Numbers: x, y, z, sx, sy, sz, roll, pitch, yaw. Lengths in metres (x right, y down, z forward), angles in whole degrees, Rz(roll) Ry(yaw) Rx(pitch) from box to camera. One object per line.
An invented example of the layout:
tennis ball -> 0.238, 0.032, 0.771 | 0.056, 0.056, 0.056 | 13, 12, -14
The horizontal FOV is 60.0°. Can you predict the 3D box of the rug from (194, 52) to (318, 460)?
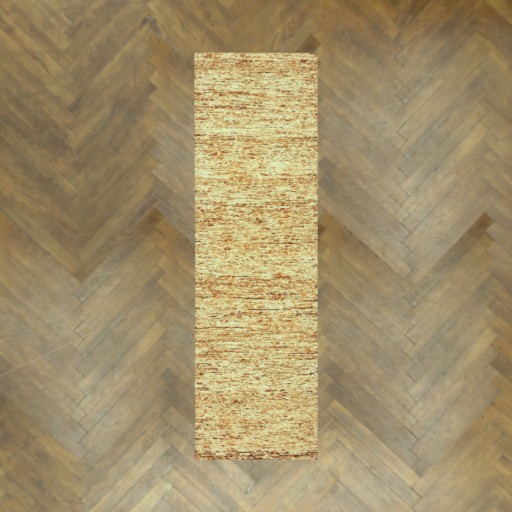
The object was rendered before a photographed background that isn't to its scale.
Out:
rug -> 0.000, 0.000, 2.438 | 0.680, 0.014, 2.237 | 0, 90, 0
